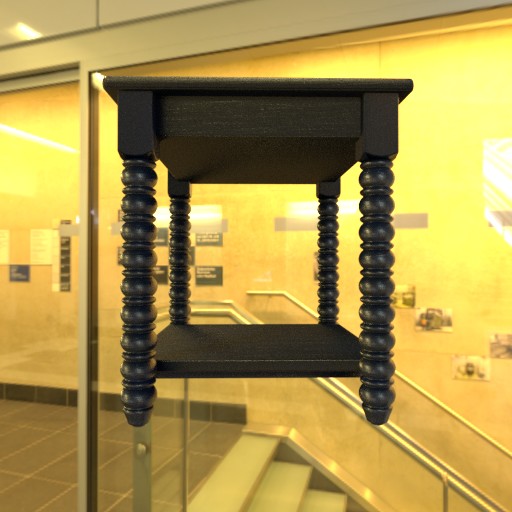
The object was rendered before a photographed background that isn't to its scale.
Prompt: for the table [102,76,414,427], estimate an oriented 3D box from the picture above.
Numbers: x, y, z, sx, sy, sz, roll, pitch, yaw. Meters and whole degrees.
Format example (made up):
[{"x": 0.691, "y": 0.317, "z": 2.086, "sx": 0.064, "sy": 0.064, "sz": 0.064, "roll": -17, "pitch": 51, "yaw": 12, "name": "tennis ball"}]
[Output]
[{"x": 0.000, "y": 0.000, "z": 0.968, "sx": 0.500, "sy": 0.567, "sz": 0.533, "roll": 0, "pitch": 0, "yaw": -1, "name": "table"}]
